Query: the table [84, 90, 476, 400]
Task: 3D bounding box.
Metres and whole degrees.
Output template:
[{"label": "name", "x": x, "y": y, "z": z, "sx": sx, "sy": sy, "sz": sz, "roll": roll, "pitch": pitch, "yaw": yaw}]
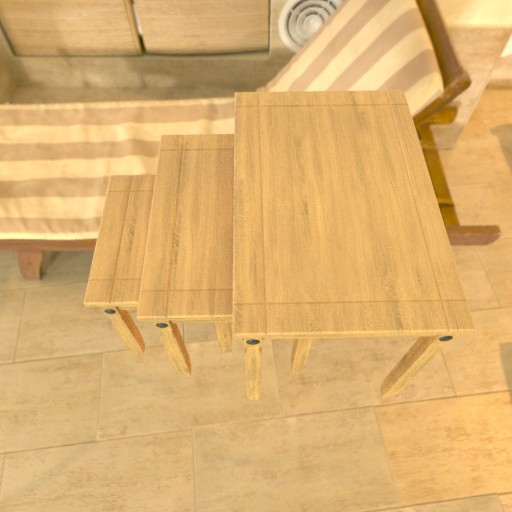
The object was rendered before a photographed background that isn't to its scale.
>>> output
[{"label": "table", "x": 0.000, "y": 0.000, "z": 1.186, "sx": 0.773, "sy": 0.535, "sz": 0.660, "roll": -1, "pitch": 58, "yaw": -1}]
